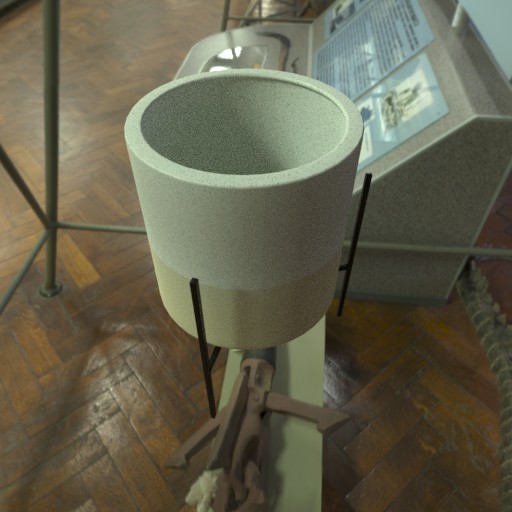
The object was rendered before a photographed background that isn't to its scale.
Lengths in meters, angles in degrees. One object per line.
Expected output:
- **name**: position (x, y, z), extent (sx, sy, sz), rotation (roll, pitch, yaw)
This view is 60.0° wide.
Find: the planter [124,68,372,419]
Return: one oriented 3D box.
- **planter**: position (0.000, 0.000, 0.556), extent (0.263, 0.362, 0.267), rotation (5, 45, 5)
